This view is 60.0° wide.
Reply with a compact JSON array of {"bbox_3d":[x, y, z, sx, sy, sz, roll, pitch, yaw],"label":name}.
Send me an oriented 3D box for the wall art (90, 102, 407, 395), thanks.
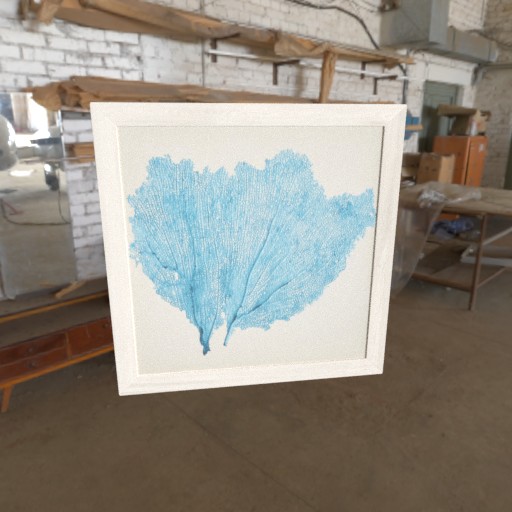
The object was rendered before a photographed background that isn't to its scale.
[{"bbox_3d":[0.000,0.000,0.897,0.584,0.584,0.013,-2,17,-8],"label":"wall art"}]
